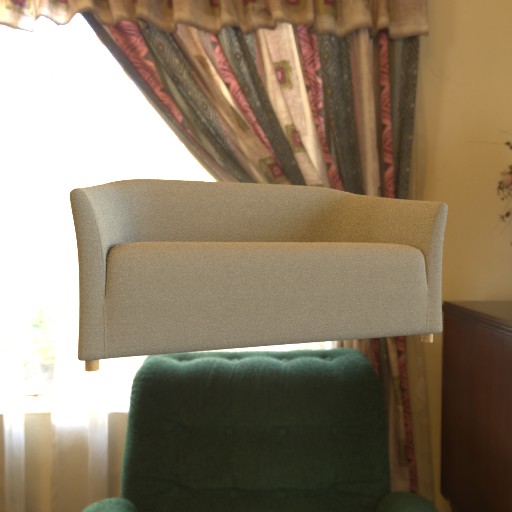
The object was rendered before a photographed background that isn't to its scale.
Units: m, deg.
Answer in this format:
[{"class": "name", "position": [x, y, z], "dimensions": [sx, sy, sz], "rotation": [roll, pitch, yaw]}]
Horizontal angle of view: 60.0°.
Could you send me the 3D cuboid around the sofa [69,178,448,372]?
[{"class": "sofa", "position": [0.000, 0.000, 1.928], "dimensions": [1.452, 0.721, 0.705], "rotation": [0, 1, -19]}]
